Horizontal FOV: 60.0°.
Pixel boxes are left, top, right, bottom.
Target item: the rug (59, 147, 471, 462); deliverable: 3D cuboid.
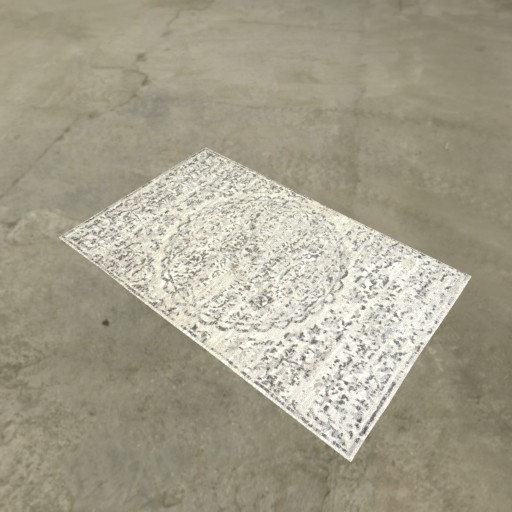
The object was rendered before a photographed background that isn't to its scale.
[{"bbox_3d":[0.000,0.000,3.076,2.447,0.021,1.527,31,54,26],"label":"rug"}]
